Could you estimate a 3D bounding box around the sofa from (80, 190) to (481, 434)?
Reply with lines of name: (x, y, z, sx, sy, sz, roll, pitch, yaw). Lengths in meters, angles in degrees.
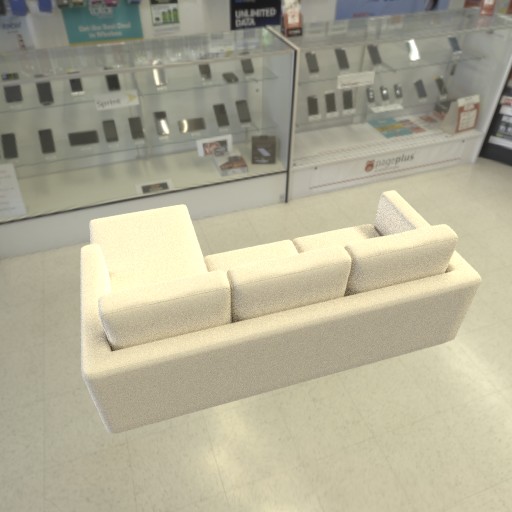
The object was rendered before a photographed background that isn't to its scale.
sofa: (0.000, 0.000, 2.803, 2.029, 0.899, 1.580, -11, 43, -13)
